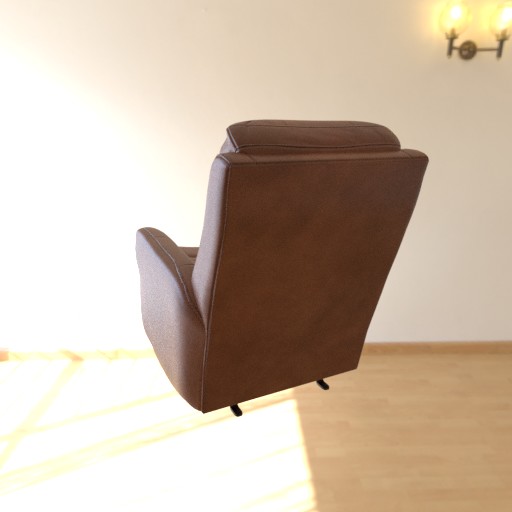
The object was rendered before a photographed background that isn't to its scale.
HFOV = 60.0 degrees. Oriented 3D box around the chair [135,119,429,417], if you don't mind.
[{"bbox_3d":[0.000,0.000,1.769,0.821,1.016,1.072,-8,17,-26],"label":"chair"}]
